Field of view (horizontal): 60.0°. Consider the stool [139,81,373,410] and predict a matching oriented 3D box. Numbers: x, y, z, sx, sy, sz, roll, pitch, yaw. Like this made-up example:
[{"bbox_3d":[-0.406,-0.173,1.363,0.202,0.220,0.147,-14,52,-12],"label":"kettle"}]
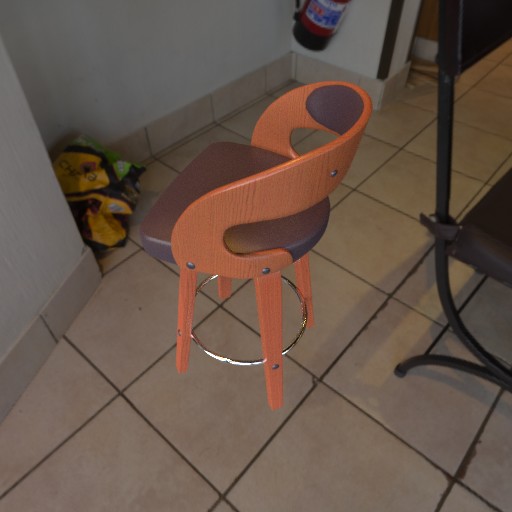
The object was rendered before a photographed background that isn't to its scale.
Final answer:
[{"bbox_3d":[0.000,0.000,1.217,0.457,0.940,0.457,17,49,15],"label":"stool"}]
